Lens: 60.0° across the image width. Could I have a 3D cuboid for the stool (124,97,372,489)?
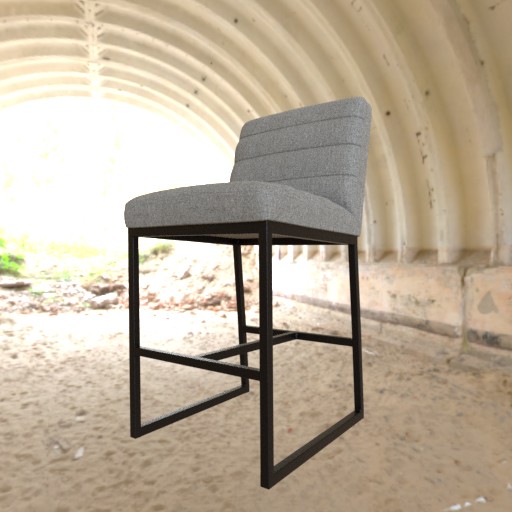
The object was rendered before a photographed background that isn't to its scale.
[{"bbox_3d":[0.000,0.000,1.225,0.460,0.940,0.560,0,0,36],"label":"stool"}]
